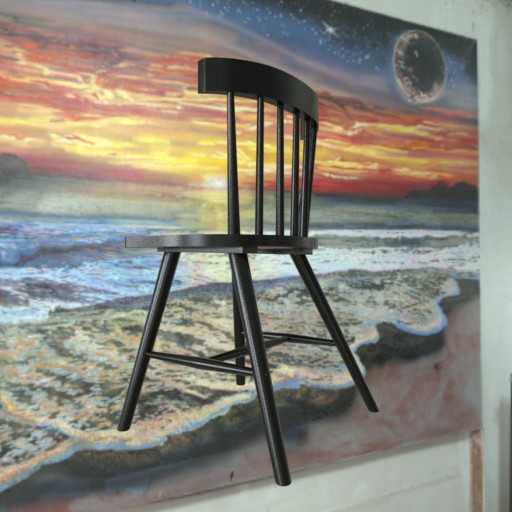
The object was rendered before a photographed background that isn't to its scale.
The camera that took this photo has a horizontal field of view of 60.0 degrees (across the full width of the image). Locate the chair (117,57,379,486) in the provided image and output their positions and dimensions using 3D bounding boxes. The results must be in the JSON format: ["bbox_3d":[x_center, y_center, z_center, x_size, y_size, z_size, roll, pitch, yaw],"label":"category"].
[{"bbox_3d":[0.000,0.000,1.147,0.483,0.844,0.506,0,-1,35],"label":"chair"}]
